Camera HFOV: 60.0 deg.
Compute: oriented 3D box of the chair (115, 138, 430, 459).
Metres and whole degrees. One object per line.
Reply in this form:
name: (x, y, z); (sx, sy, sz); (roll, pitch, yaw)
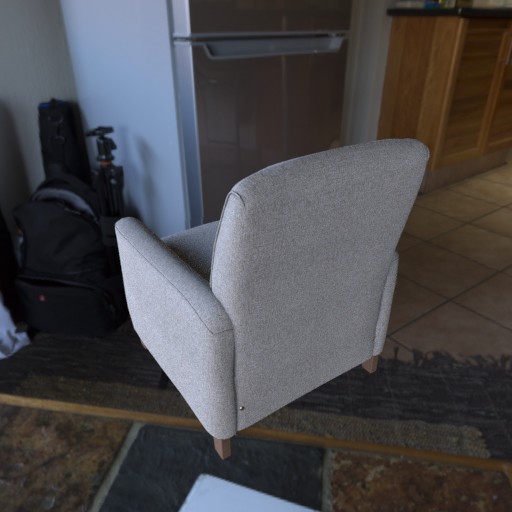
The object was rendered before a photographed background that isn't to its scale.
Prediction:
chair: (0.000, 0.000, 1.670); (0.848, 1.014, 0.864); (-19, 34, -30)
